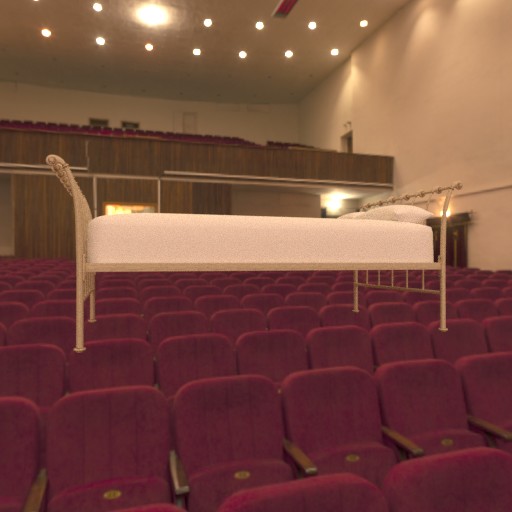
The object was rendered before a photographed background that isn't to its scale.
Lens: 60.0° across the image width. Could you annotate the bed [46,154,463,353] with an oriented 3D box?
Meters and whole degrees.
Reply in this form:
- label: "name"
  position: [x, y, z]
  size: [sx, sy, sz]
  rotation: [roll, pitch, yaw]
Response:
- label: "bed"
  position: [0.000, 0.000, 2.732]
  size: [2.228, 0.873, 1.032]
  rotation: [0, -1, -17]
